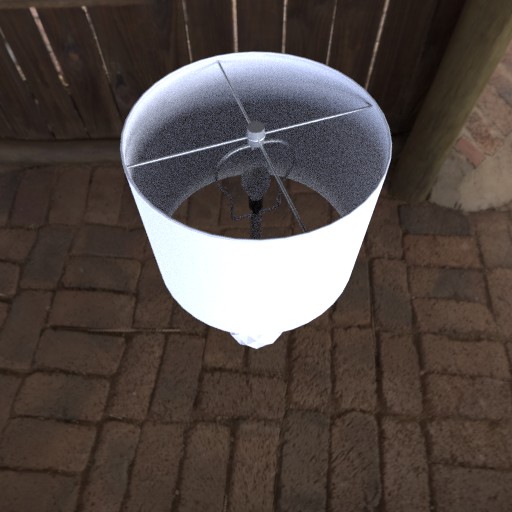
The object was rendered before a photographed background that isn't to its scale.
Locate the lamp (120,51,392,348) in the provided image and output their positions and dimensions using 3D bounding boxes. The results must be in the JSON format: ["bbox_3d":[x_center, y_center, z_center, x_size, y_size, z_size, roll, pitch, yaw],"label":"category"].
[{"bbox_3d":[0.000,0.000,0.706,0.297,0.522,0.297,0,57,0],"label":"lamp"}]
